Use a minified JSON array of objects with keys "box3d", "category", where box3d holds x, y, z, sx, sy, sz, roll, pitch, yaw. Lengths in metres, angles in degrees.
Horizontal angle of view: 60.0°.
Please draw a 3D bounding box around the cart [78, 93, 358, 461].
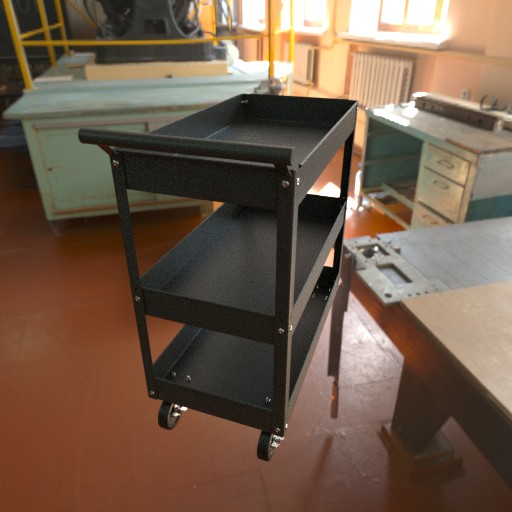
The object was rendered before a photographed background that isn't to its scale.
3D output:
[{"box3d":[0.000,0.000,1.156,0.366,0.780,0.719,10,30,17],"category":"cart"}]
